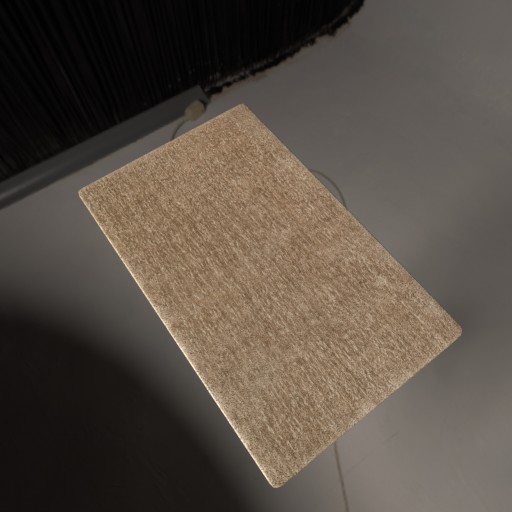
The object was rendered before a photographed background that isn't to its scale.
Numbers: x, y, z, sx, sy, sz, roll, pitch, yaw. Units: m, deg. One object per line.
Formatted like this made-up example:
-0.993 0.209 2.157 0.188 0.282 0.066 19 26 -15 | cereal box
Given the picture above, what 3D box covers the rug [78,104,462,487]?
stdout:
0.000 0.000 3.088 1.539 0.024 2.469 -33 68 -15 | rug
